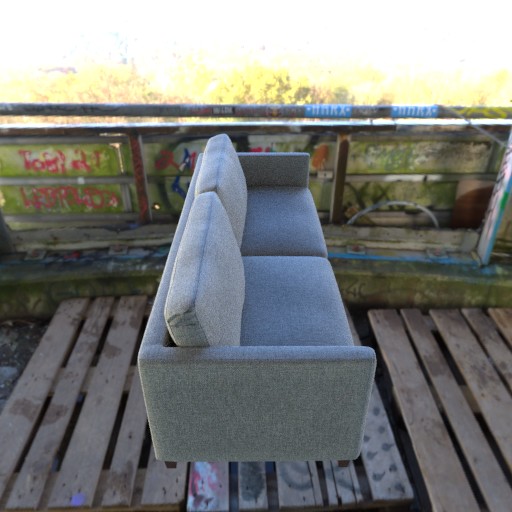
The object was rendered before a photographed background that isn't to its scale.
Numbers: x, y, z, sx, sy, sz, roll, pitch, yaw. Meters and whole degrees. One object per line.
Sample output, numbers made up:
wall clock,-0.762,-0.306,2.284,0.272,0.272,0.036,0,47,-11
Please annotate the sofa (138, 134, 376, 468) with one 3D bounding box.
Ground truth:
sofa,0.000,0.000,2.829,0.948,0.951,2.434,0,32,0
